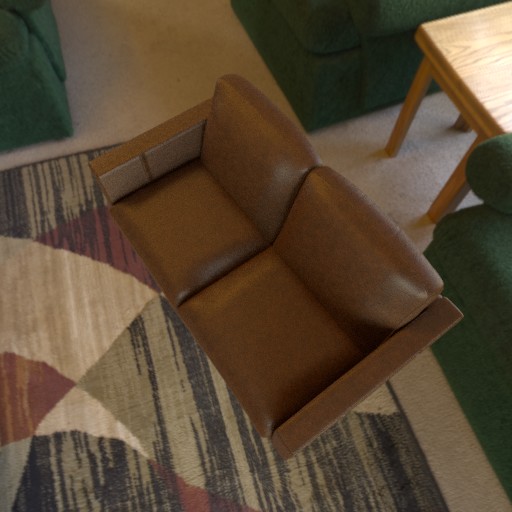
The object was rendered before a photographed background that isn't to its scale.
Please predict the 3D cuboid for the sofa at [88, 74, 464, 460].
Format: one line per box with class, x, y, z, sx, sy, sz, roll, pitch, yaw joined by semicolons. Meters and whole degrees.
sofa;0.000;0.000;2.110;0.909;0.951;1.578;-33;68;-15
